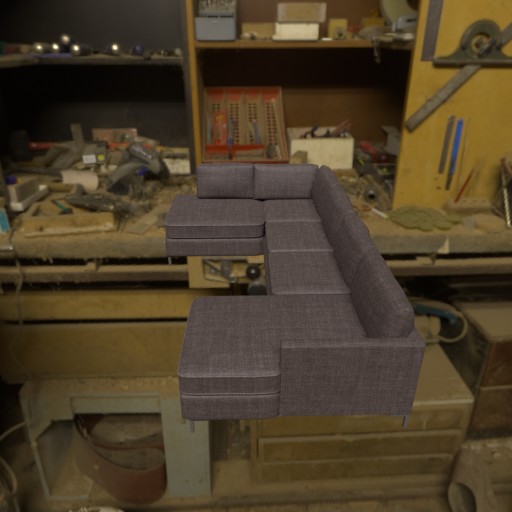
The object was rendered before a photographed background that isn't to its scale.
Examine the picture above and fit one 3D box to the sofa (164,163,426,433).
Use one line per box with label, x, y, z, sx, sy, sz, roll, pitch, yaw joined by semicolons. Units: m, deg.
sofa;0.000;0.000;4.321;2.048;0.999;3.423;-1;27;-1
